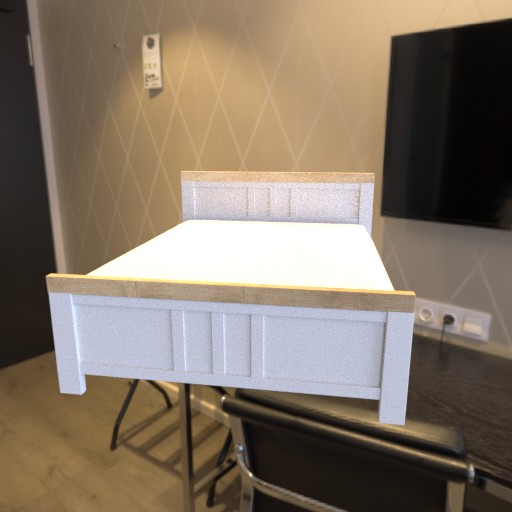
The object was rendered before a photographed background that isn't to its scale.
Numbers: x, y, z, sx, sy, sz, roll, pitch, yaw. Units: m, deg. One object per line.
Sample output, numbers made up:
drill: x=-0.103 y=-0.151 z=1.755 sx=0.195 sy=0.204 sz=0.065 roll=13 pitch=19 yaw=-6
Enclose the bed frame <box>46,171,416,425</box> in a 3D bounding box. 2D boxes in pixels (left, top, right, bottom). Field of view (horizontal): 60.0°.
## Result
bed frame: x=0.000 y=0.000 z=2.962 sx=1.670 sy=0.980 sz=2.050 roll=2 pitch=14 yaw=9
